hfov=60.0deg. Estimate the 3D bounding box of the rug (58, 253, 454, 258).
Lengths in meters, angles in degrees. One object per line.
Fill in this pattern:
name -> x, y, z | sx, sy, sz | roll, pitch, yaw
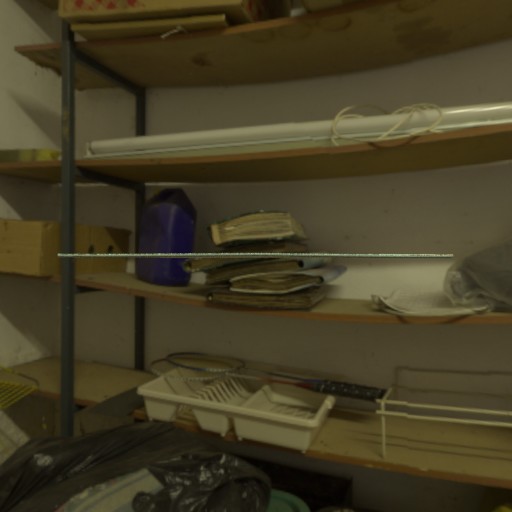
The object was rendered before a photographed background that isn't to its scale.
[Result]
rug -> 0.000, 0.000, 5.149 | 2.802, 0.052, 4.078 | 0, 0, 0
